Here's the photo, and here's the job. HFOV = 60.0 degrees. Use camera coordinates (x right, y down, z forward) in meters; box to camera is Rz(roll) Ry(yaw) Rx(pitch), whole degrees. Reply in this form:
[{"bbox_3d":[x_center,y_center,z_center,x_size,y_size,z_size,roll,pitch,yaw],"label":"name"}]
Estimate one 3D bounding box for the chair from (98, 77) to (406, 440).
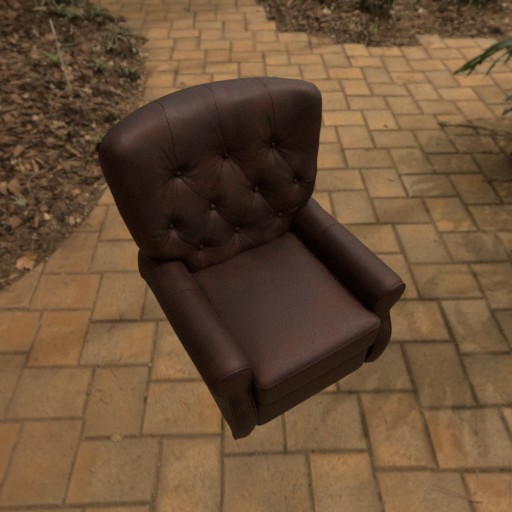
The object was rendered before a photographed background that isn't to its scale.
[{"bbox_3d":[0.000,0.000,1.901,0.948,1.158,1.058,-23,51,-20],"label":"chair"}]
